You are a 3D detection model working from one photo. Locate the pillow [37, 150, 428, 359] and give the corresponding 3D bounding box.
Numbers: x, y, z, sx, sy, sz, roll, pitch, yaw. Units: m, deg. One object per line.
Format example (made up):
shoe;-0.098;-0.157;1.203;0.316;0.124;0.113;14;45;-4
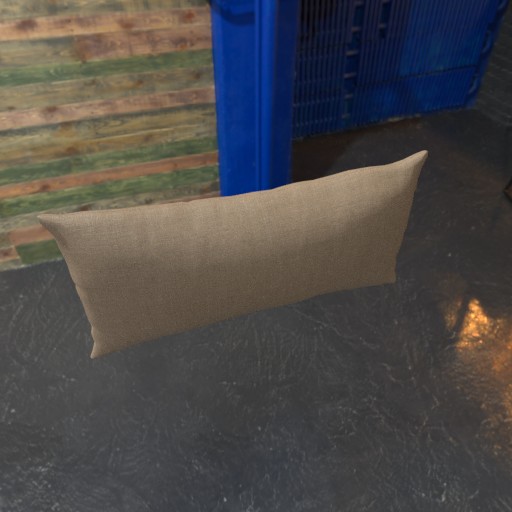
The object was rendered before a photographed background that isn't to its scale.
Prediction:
pillow;0.000;0.000;0.753;0.612;0.308;0.148;-12;43;-14
